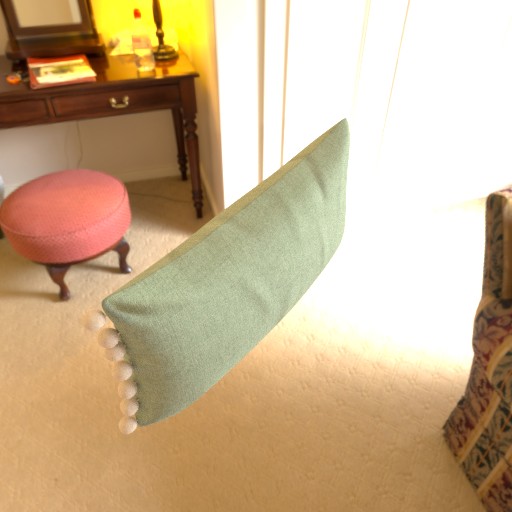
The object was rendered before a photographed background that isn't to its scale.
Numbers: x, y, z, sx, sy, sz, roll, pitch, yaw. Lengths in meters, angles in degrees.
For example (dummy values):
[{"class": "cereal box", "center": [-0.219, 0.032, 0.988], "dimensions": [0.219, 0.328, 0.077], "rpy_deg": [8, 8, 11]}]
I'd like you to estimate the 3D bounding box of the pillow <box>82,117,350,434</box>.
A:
[{"class": "pillow", "center": [0.000, 0.000, 0.843], "dimensions": [0.201, 0.322, 0.709], "rpy_deg": [26, 47, 27]}]
